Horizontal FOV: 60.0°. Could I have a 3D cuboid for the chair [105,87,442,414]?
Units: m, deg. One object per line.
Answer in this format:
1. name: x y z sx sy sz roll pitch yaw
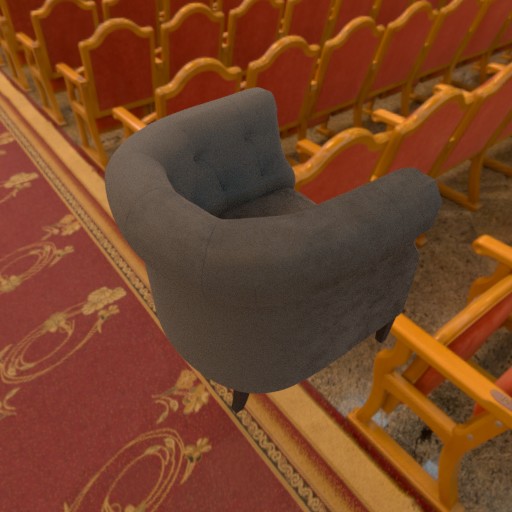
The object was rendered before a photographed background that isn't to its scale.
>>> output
1. chair: 0.000 0.000 1.559 0.851 0.826 0.904 -27 49 -26
